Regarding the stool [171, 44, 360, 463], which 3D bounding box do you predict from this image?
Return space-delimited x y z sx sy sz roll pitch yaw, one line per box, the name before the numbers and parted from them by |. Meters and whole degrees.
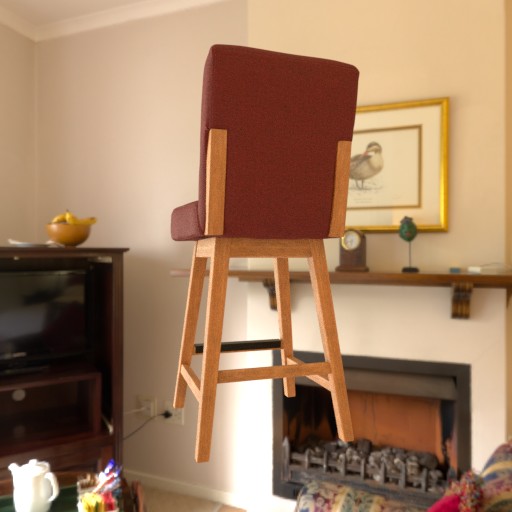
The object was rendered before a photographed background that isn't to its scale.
stool | 0.000 0.000 1.373 0.468 1.038 0.562 0 0 -18
